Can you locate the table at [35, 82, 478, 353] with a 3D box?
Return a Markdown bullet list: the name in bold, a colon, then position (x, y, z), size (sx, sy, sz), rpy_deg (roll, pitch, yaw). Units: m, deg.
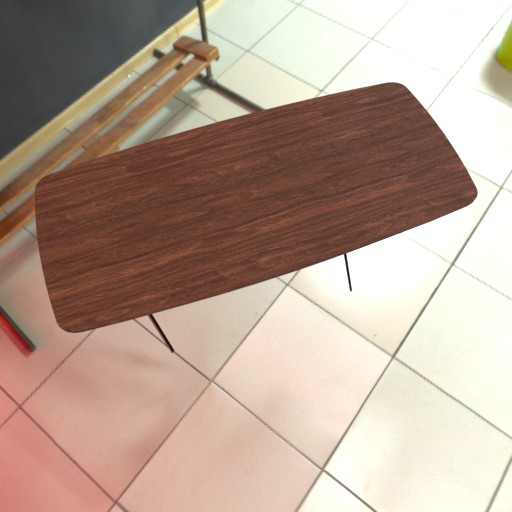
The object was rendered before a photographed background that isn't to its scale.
- **table**: position (0.000, 0.000, 1.092), size (0.804, 0.576, 0.361), rpy_deg (-18, 65, -9)
